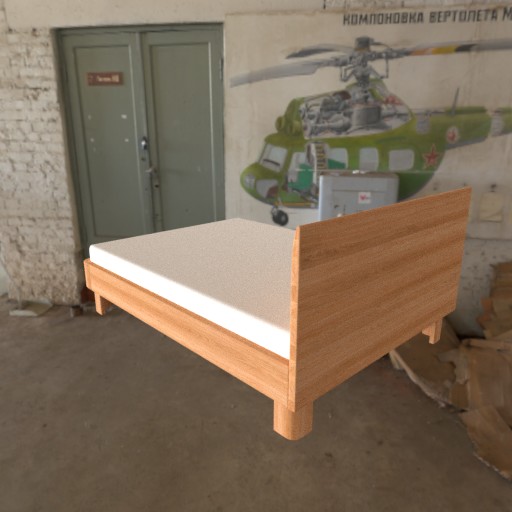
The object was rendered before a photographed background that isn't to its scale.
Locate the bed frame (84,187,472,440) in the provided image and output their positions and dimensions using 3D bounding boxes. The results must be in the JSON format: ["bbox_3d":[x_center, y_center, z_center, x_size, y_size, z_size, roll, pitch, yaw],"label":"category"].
[{"bbox_3d":[0.000,0.000,2.839,1.472,0.940,1.992,-15,22,-41],"label":"bed frame"}]
